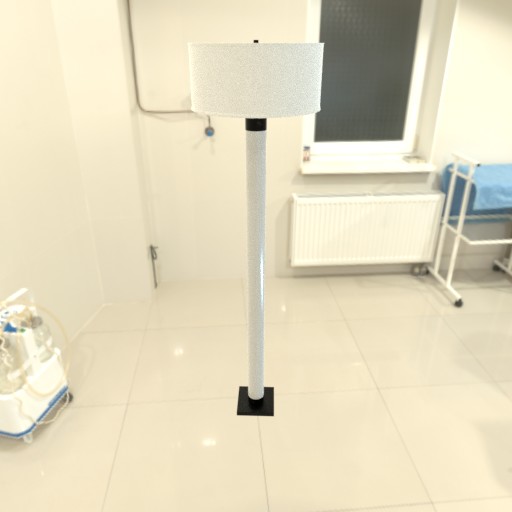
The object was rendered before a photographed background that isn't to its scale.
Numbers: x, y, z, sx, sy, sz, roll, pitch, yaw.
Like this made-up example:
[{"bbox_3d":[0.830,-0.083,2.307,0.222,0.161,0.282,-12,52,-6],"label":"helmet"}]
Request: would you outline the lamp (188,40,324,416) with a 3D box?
[{"bbox_3d":[0.000,0.000,1.683,0.420,1.475,0.420,1,26,2],"label":"lamp"}]
